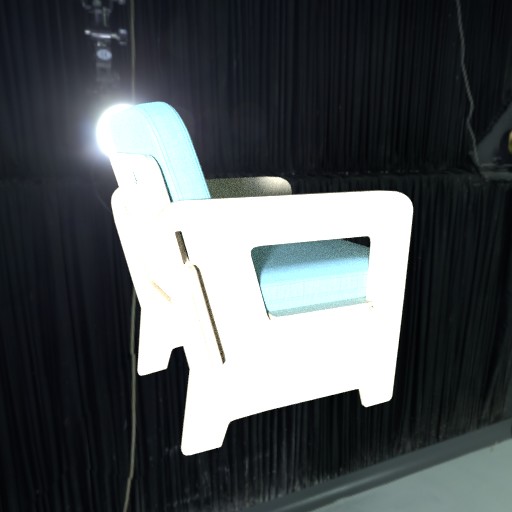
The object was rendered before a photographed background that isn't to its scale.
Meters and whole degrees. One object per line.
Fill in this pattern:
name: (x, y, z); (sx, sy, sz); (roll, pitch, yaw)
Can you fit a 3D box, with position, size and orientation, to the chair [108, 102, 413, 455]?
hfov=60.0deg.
chair: (0.000, 0.000, 1.271); (0.710, 0.800, 0.590); (-7, 16, -27)
